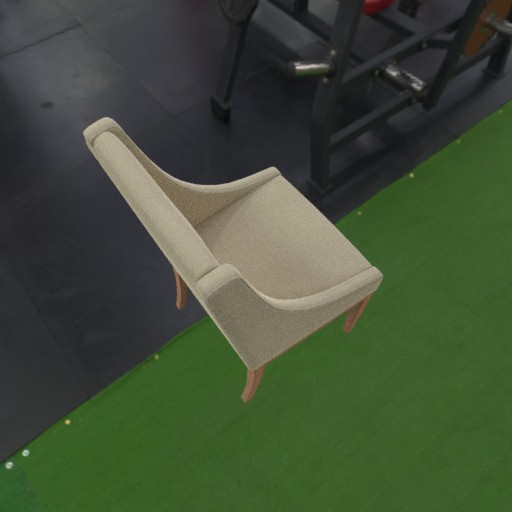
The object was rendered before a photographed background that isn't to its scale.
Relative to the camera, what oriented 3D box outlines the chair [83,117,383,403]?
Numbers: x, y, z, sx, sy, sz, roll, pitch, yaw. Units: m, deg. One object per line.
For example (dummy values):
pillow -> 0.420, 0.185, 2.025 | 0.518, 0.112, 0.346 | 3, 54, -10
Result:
chair -> 0.000, 0.000, 1.417 | 0.611, 1.021, 0.575 | -32, 64, -18
